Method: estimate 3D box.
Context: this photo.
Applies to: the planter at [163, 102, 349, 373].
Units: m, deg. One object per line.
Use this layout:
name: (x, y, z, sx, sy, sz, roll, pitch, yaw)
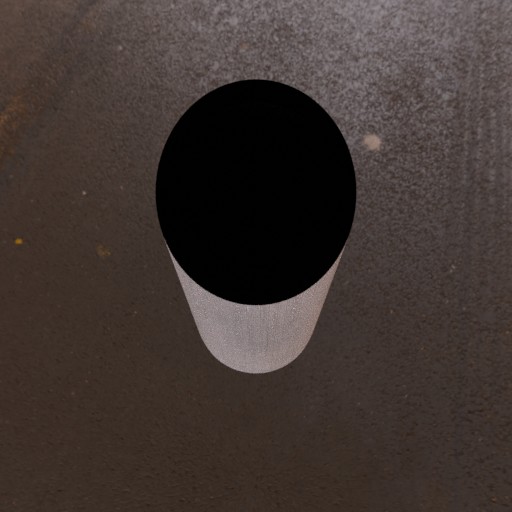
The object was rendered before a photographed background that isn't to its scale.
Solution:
planter: (0.000, 0.000, 0.128, 0.045, 0.103, 0.045, -33, 67, -16)
